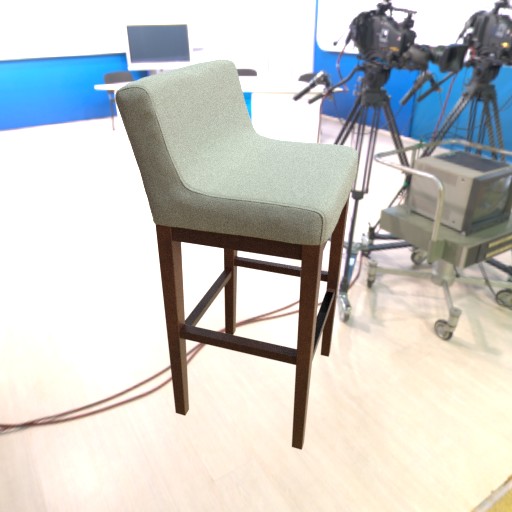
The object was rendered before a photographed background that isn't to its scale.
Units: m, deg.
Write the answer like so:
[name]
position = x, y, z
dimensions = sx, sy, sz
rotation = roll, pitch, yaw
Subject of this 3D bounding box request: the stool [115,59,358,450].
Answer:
[stool]
position = 0.000, 0.000, 1.337
dimensions = 0.500, 1.037, 0.511
rotation = 10, 31, 16
